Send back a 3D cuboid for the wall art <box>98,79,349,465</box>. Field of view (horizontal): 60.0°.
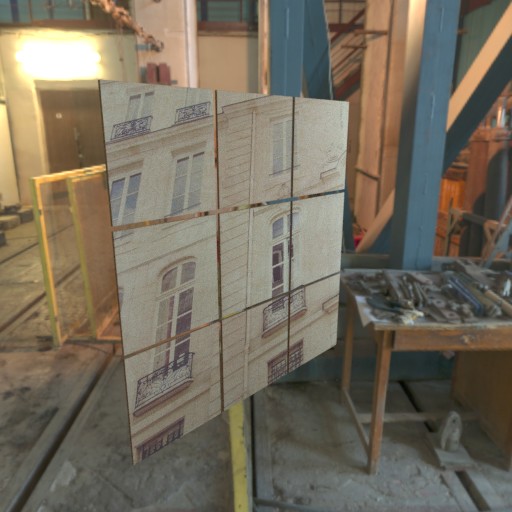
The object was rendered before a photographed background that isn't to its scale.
[{"bbox_3d":[0.000,0.000,2.208,0.023,1.522,1.526,14,21,41],"label":"wall art"}]
